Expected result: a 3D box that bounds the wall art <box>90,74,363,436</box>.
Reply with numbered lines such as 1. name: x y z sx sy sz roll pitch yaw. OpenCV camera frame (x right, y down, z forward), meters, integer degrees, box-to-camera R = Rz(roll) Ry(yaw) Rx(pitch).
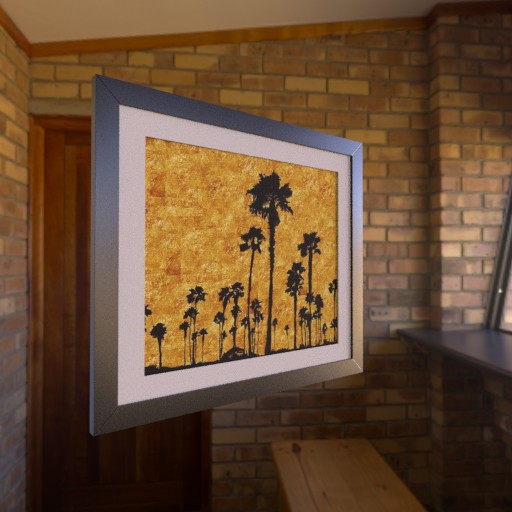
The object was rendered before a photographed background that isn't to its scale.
1. wall art: 0.000 0.000 0.527 0.383 0.332 0.012 1 -1 -38
